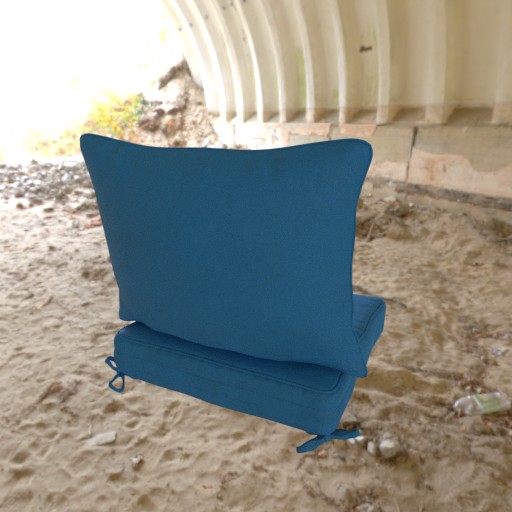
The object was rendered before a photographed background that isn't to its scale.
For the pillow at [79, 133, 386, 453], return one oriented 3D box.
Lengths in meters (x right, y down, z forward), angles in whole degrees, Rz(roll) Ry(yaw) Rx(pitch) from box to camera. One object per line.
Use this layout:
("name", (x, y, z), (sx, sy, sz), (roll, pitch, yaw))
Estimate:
("pillow", (0.000, 0.000, 1.348), (0.798, 0.725, 0.733), (8, 19, 25))
